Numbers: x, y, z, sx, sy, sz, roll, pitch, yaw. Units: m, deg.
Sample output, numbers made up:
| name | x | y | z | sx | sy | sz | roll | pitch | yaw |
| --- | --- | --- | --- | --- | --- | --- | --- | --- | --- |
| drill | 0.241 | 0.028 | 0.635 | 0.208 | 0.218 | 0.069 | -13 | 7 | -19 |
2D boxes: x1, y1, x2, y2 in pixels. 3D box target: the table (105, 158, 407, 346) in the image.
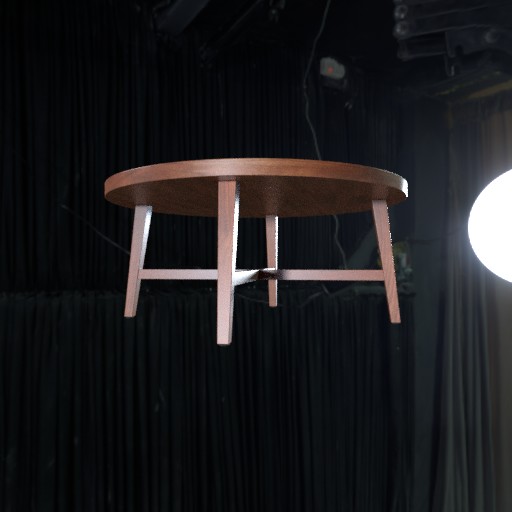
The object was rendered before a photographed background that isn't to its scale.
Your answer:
| name | x | y | z | sx | sy | sz | roll | pitch | yaw |
| --- | --- | --- | --- | --- | --- | --- | --- | --- | --- |
| table | 0.000 | 0.000 | 1.237 | 0.800 | 0.360 | 0.800 | 0 | -1 | 0 |
